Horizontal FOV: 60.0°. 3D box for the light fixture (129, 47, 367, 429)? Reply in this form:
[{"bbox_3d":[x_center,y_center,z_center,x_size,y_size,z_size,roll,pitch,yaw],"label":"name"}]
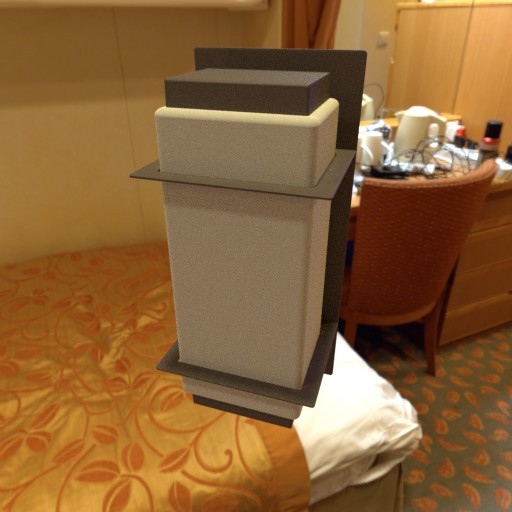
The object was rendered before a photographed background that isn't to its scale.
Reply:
[{"bbox_3d":[0.000,0.000,0.415,0.153,0.347,0.146,9,29,16],"label":"light fixture"}]
